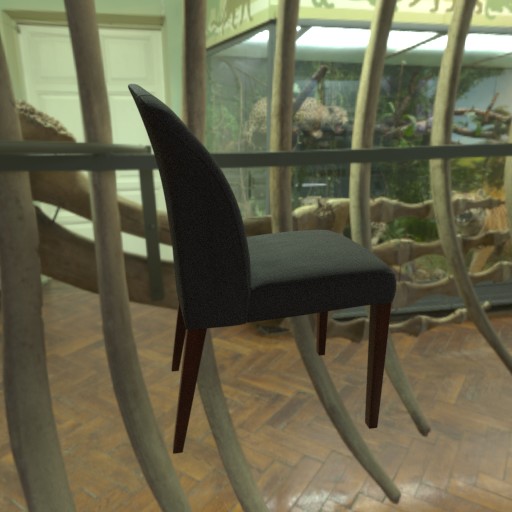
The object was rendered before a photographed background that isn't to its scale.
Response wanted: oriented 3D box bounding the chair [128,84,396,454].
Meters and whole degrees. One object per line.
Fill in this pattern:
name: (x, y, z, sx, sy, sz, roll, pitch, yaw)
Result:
chair: (0.000, 0.000, 1.231, 0.619, 0.879, 0.506, -3, 16, -11)
